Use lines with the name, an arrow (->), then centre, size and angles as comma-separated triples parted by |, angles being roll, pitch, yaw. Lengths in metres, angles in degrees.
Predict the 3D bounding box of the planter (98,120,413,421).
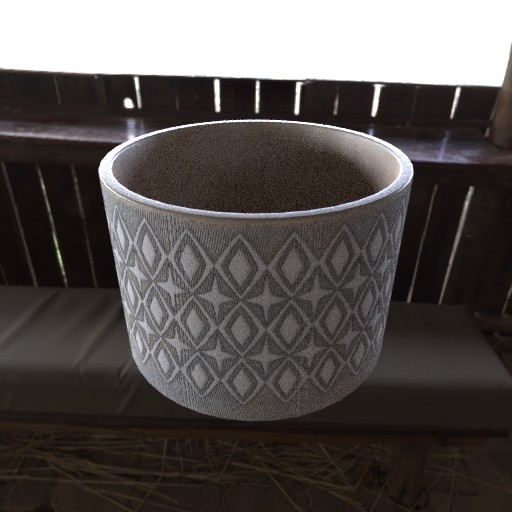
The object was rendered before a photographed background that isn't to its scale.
planter -> 0.000, 0.000, 0.273 | 0.164, 0.127, 0.164 | 0, 30, 0
